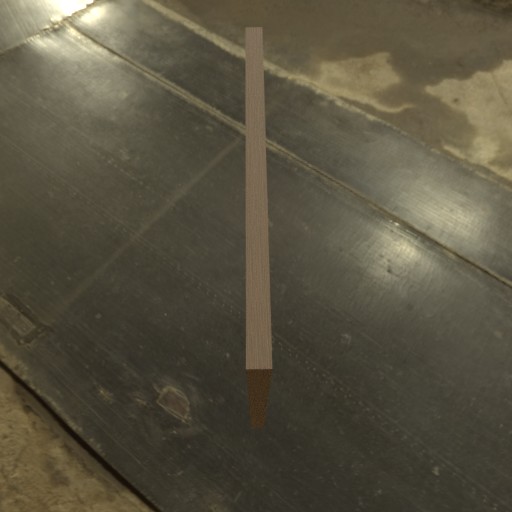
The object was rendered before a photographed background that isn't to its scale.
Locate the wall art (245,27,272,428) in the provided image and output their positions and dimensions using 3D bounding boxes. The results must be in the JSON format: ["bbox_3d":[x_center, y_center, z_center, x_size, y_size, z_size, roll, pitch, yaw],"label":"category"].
[{"bbox_3d":[0.000,0.000,1.155,0.038,0.758,0.761,-1,63,0],"label":"wall art"}]
